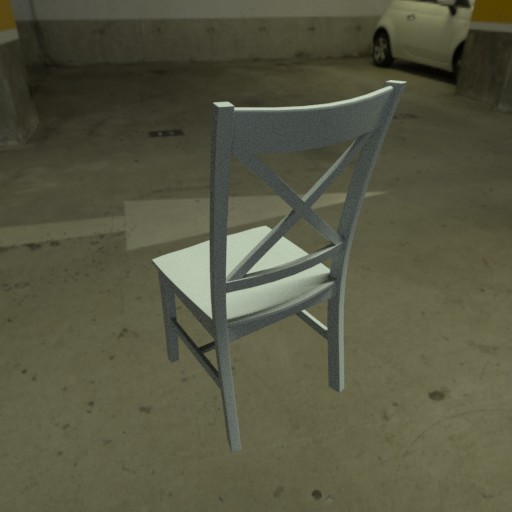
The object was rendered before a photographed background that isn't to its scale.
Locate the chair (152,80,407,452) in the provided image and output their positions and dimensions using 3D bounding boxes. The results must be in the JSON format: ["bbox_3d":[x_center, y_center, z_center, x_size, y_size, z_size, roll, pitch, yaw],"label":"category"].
[{"bbox_3d":[0.000,0.000,1.300,0.485,0.983,0.542,-18,35,-29],"label":"chair"}]
